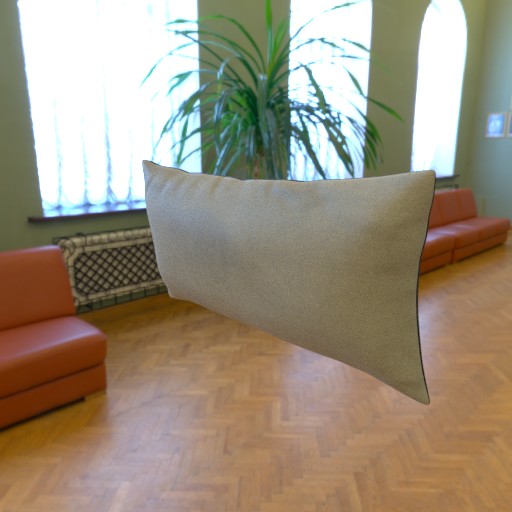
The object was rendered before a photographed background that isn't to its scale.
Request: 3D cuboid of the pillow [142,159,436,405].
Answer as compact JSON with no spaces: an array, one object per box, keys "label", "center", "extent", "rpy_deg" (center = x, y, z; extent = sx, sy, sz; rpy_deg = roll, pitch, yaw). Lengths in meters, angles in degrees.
[{"label":"pillow","center":[0.000,0.000,0.739],"extent":[0.156,0.305,0.608],"rpy_deg":[-13,19,-42]}]
